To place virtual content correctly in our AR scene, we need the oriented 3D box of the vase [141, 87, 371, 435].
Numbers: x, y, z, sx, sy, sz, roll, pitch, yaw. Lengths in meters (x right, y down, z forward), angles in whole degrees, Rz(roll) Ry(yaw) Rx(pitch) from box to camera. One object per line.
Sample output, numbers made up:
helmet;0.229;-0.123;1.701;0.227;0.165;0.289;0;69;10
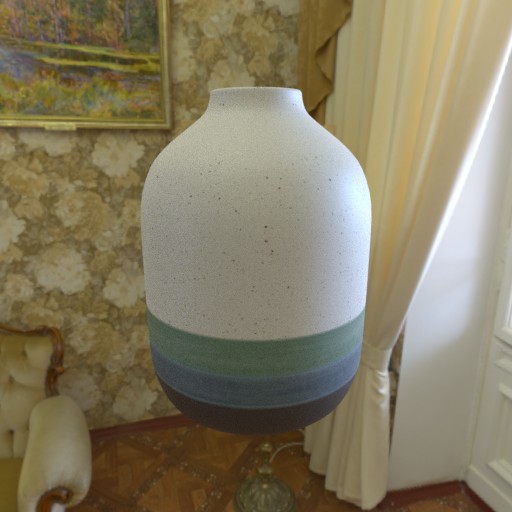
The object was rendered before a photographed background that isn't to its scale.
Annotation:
vase;0.000;0.000;0.343;0.169;0.240;0.169;0;16;0
